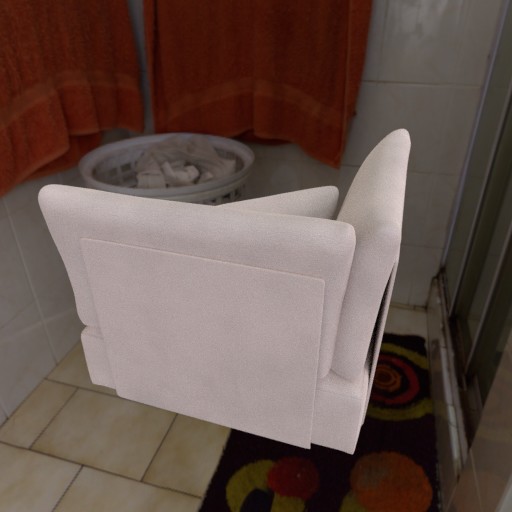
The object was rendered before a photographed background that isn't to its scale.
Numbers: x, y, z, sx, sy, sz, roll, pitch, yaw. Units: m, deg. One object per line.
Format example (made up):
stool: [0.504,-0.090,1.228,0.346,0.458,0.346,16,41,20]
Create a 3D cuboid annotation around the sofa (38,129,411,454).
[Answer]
sofa: [0.000,0.000,1.703,1.000,0.820,1.000,9,32,15]
